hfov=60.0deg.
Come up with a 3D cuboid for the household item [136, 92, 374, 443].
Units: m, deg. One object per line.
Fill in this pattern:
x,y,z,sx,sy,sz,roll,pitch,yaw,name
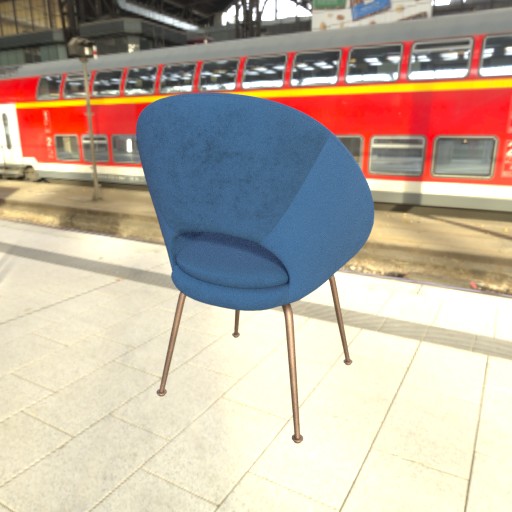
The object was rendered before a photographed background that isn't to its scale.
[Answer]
0.000,0.000,1.280,0.623,0.852,0.573,8,18,27,household item
